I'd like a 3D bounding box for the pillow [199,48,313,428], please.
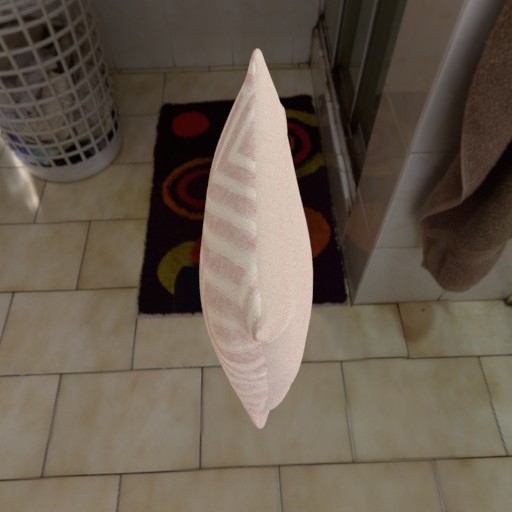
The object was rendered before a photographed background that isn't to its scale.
[{"bbox_3d":[0.000,0.000,0.698,0.182,0.441,0.440,0,58,0],"label":"pillow"}]
